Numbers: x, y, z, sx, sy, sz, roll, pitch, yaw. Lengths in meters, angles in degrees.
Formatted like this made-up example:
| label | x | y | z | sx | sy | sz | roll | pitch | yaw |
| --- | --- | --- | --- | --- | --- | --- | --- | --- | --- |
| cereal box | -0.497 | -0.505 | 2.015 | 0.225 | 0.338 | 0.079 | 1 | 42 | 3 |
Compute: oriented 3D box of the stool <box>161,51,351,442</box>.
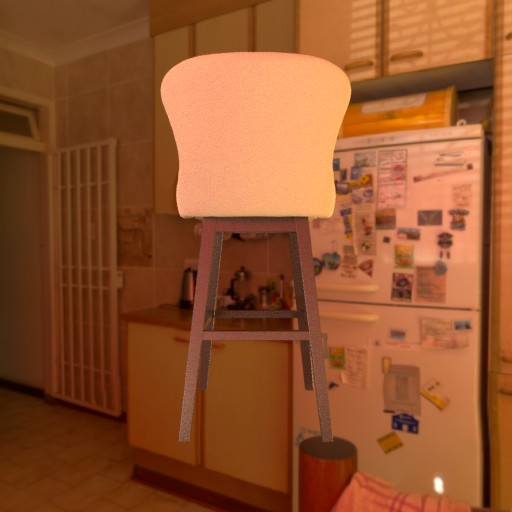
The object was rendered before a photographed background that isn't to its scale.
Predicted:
| label | x | y | z | sx | sy | sz | roll | pitch | yaw |
| --- | --- | --- | --- | --- | --- | --- | --- | --- | --- |
| stool | 0.000 | 0.000 | 1.433 | 0.528 | 1.066 | 0.605 | 0 | 2 | 0 |
